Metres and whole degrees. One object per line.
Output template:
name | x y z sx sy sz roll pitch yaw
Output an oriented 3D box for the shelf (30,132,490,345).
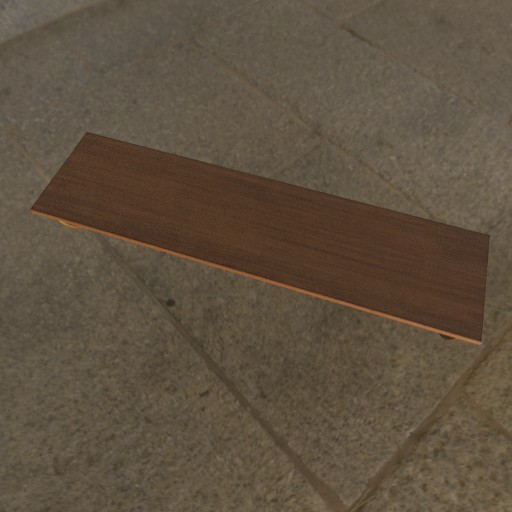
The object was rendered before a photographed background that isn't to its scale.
shelf | 0.000 0.000 0.712 0.636 0.190 0.166 16 61 9
